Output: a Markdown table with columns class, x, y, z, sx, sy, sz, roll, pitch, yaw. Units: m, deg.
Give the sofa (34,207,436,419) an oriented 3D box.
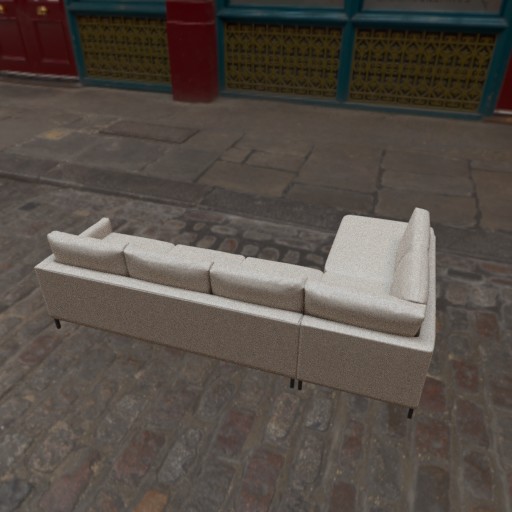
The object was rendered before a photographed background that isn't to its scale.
| class | x | y | z | sx | sy | sz | roll | pitch | yaw |
| --- | --- | --- | --- | --- | --- | --- | --- | --- | --- |
| sofa | 0.000 | 0.000 | 3.182 | 2.423 | 0.703 | 1.617 | 10 | 33 | 16 |
